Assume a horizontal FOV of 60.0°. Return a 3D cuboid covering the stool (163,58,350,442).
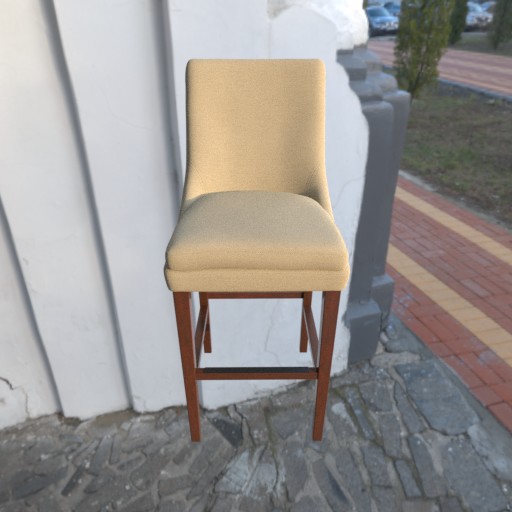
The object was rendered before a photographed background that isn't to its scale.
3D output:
[{"bbox_3d":[0.000,0.000,1.377,0.470,1.078,0.577,0,30,0],"label":"stool"}]
